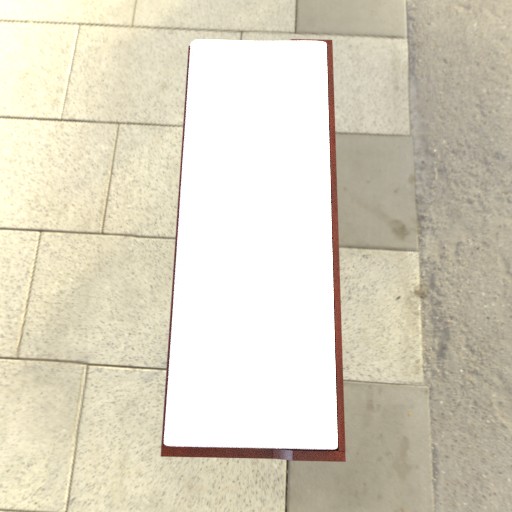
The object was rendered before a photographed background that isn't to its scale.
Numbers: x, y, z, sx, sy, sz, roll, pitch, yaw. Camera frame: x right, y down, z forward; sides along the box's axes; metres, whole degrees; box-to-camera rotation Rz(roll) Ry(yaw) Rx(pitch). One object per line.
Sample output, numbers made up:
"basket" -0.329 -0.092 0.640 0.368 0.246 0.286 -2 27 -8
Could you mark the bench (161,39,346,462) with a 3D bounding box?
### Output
"bench" 0.000 0.000 1.275 0.369 0.646 0.987 1 75 0
